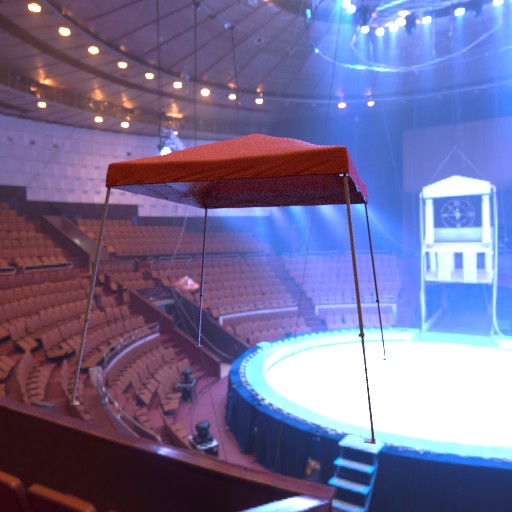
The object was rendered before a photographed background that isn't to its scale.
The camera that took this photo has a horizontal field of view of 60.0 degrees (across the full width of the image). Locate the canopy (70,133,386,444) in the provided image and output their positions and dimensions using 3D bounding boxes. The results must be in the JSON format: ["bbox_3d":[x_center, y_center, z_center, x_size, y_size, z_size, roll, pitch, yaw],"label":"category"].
[{"bbox_3d":[0.000,0.000,6.531,3.599,3.600,3.600,0,0,18],"label":"canopy"}]
